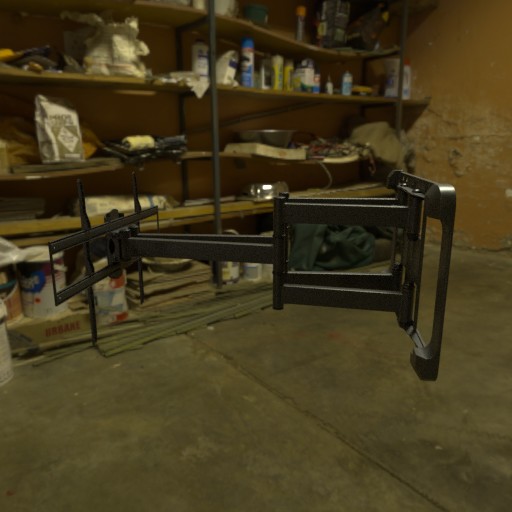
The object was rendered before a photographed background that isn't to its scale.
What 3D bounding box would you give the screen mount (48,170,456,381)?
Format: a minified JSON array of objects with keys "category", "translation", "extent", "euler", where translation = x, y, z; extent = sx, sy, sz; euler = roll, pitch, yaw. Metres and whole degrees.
[{"category":"screen mount","translation":[0.000,0.000,1.329],"extent":[0.905,0.483,0.725],"euler":[2,14,9]}]
